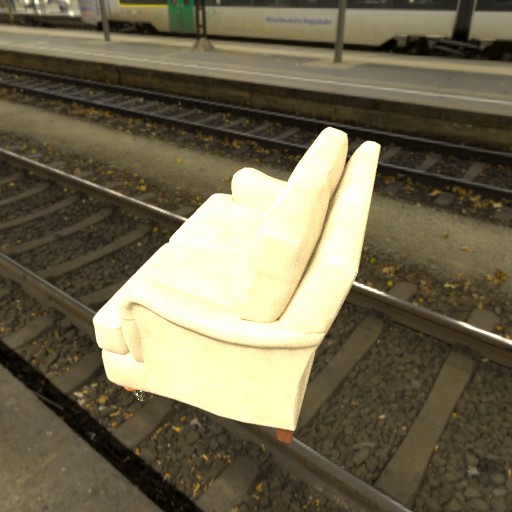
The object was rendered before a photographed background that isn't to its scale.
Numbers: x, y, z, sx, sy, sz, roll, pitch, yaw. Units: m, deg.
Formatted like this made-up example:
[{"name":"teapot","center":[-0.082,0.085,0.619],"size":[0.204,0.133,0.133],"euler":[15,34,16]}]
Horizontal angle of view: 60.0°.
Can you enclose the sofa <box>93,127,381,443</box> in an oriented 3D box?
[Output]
[{"name":"sofa","center":[0.000,0.000,2.332],"size":[1.086,1.087,1.498],"euler":[9,32,14]}]
